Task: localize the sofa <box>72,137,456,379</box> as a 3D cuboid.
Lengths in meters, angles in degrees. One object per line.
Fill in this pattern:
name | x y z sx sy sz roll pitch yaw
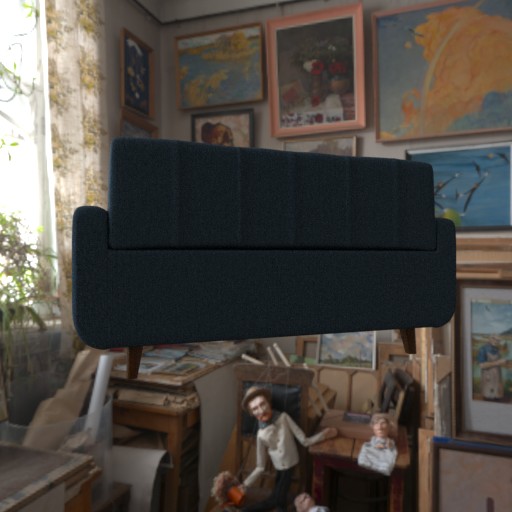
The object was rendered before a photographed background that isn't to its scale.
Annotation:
sofa | 0.000 0.000 2.211 1.651 0.896 0.942 0 0 -19
